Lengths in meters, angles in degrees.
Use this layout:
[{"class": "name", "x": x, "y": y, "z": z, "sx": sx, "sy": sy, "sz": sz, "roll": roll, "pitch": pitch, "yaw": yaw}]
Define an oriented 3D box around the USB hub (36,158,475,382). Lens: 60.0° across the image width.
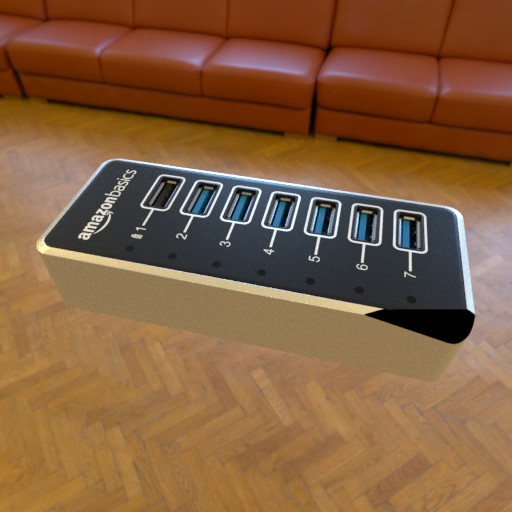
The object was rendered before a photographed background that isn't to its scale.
[{"class": "USB hub", "x": 0.000, "y": 0.000, "z": 0.127, "sx": 0.110, "sy": 0.023, "sz": 0.044, "roll": 10, "pitch": 47, "yaw": 9}]
